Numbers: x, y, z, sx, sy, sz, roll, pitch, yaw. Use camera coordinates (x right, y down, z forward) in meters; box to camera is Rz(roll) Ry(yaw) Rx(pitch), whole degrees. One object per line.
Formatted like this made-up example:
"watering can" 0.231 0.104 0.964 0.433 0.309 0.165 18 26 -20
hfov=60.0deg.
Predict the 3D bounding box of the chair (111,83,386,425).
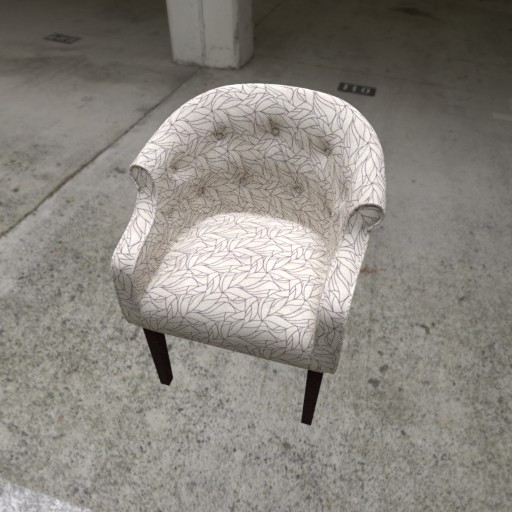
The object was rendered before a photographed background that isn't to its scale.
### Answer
"chair" 0.000 0.000 1.364 0.686 0.858 0.613 11 43 13
